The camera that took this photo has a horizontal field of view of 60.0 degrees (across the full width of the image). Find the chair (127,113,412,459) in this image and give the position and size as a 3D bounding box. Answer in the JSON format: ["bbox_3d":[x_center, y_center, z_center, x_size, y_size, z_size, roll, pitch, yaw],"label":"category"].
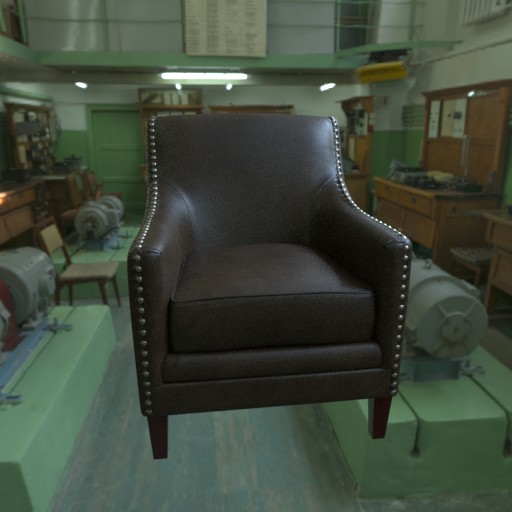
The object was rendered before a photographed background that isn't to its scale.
[{"bbox_3d":[0.000,0.000,1.294,0.639,0.813,0.704,-2,16,-7],"label":"chair"}]
